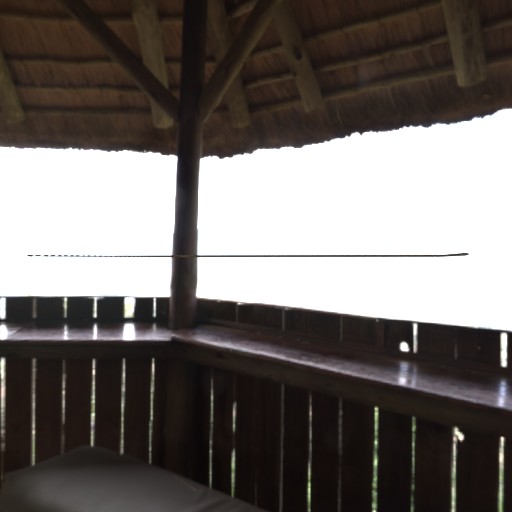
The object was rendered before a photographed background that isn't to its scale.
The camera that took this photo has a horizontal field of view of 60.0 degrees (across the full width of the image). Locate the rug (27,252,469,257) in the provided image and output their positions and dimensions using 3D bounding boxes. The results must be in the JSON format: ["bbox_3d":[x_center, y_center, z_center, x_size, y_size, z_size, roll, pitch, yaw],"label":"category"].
[{"bbox_3d":[0.000,0.000,2.299,1.875,0.013,1.162,0,0,18],"label":"rug"}]
